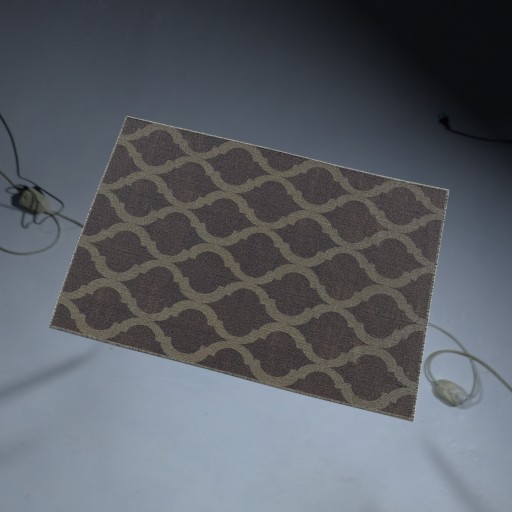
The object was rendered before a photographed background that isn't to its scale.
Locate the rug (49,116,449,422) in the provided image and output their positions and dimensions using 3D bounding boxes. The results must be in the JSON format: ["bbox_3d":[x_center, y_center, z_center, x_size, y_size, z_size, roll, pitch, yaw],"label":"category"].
[{"bbox_3d":[0.000,0.000,2.854,2.284,0.008,1.522,14,76,3],"label":"rug"}]
